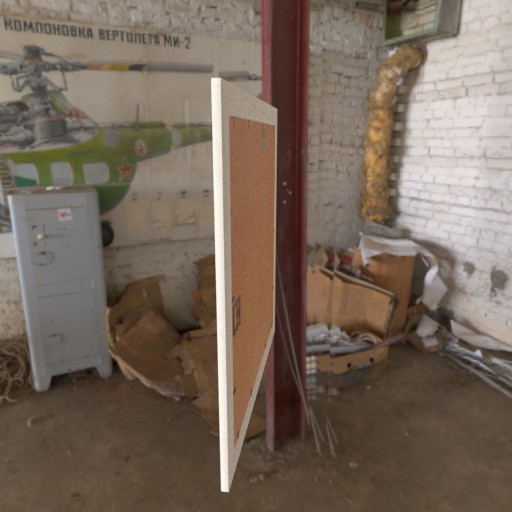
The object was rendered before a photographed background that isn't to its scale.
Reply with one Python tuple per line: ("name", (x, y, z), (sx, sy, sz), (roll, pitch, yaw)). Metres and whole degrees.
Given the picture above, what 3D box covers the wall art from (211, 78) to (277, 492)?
("wall art", (0.000, 0.000, 0.871), (0.013, 0.584, 0.584), (2, 15, 9))
